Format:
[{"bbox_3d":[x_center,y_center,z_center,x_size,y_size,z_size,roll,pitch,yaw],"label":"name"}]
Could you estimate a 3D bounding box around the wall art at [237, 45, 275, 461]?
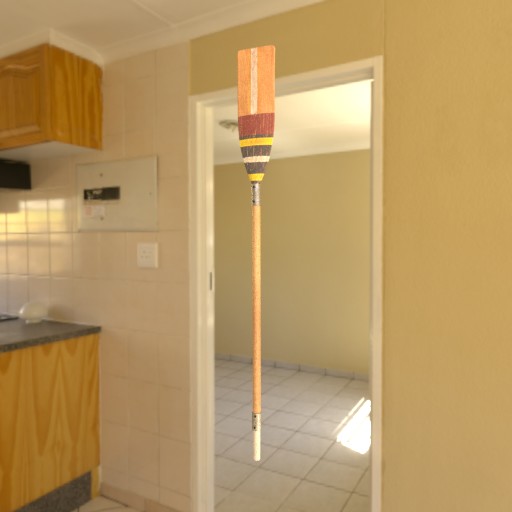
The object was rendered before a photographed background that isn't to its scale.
[{"bbox_3d":[0.000,0.000,1.677,0.146,1.556,0.038,0,2,19],"label":"wall art"}]
